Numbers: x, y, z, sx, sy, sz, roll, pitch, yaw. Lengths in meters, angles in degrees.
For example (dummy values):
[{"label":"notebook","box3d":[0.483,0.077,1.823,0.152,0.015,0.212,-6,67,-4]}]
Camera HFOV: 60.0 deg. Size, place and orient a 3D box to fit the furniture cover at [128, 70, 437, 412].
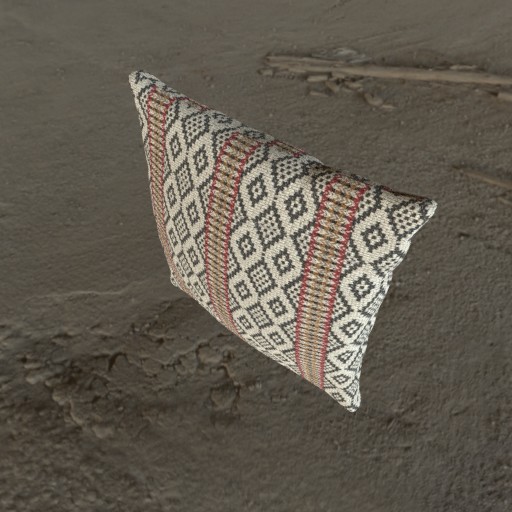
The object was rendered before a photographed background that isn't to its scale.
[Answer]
[{"label":"furniture cover","box3d":[0.000,0.000,0.765,0.503,0.506,0.182,32,54,26]}]
